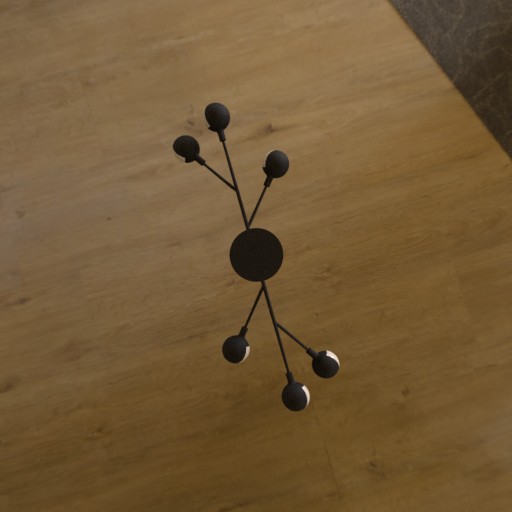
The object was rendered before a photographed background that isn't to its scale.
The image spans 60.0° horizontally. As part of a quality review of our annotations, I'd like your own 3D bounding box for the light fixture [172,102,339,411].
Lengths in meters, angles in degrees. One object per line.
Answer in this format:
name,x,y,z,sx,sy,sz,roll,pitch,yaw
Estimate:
light fixture,0.000,0.000,1.009,0.434,0.362,0.778,0,89,0
